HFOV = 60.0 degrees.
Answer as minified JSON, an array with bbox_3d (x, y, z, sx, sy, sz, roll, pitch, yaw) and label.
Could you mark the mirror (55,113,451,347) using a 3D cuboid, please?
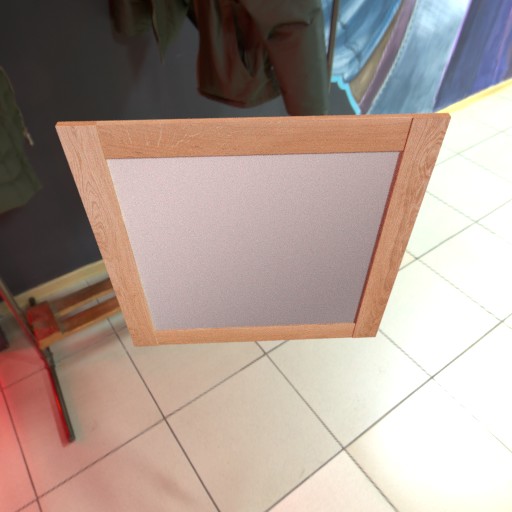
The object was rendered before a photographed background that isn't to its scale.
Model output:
[{"bbox_3d":[0.000,0.000,1.188,0.800,0.800,0.020,-2,46,-2],"label":"mirror"}]
